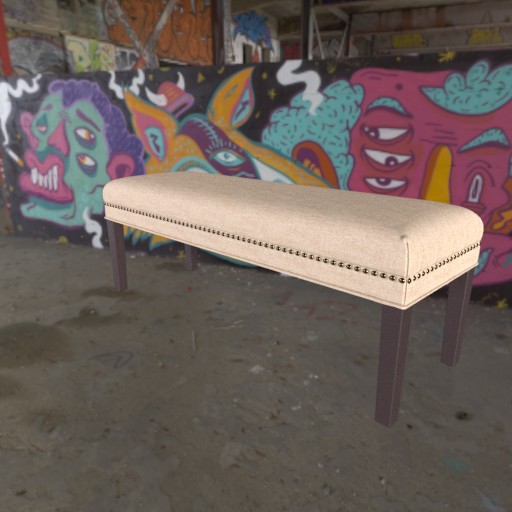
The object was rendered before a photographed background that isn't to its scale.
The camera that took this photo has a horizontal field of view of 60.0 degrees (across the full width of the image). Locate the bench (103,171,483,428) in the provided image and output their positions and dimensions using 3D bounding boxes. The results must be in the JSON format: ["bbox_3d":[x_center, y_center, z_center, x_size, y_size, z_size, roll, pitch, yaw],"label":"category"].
[{"bbox_3d":[0.000,0.000,1.434,1.219,0.457,0.410,16,23,42],"label":"bench"}]
